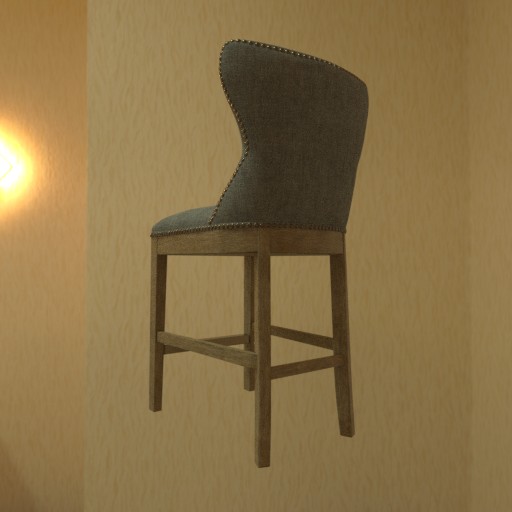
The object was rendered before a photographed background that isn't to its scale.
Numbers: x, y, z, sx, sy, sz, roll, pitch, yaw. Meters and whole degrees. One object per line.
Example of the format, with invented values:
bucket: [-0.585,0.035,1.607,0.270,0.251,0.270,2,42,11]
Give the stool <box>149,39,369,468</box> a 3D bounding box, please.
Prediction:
stool: [0.000,0.000,1.303,0.498,0.981,0.608,1,-1,-37]
